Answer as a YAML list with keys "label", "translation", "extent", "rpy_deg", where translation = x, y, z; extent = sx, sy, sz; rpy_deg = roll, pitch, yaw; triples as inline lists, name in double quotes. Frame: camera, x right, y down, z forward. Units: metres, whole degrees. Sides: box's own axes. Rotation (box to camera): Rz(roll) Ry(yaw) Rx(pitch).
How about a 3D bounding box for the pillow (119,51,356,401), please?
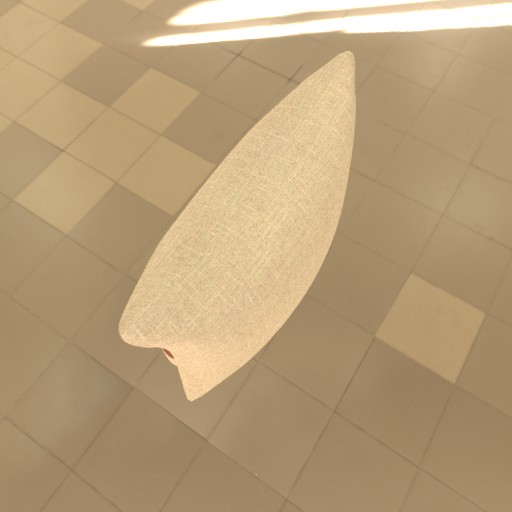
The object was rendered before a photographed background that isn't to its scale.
- label: "pillow"
  translation: [0.000, 0.000, 0.625]
  extent: [0.173, 0.399, 0.414]
  rpy_deg: [30, 68, 14]
